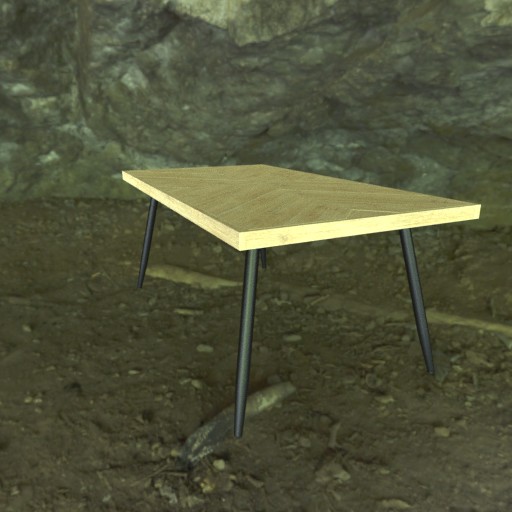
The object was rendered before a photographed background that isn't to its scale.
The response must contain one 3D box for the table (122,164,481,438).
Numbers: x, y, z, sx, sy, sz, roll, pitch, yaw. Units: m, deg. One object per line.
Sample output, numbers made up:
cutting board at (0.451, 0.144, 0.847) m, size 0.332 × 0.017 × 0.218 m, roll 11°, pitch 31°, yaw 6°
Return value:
table at (0.000, 0.000, 2.337) m, size 0.991 × 0.762 × 1.803 m, roll -8°, pitch 19°, yaw -25°
